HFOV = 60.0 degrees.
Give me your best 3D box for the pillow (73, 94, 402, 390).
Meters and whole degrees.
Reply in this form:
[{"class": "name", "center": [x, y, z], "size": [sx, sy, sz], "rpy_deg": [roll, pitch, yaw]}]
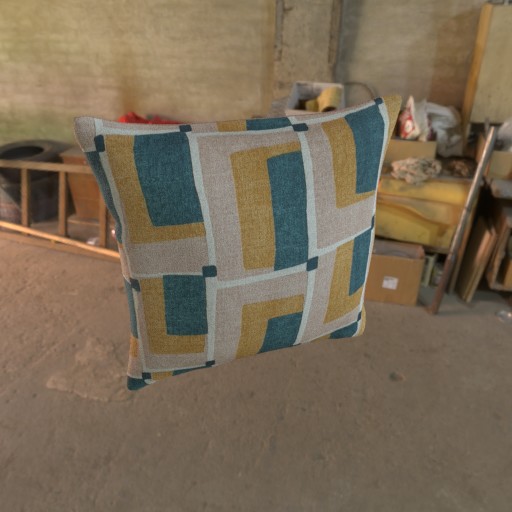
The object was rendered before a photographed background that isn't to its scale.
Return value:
[{"class": "pillow", "center": [0.000, 0.000, 0.728], "size": [0.478, 0.479, 0.158], "rpy_deg": [-10, 32, -16]}]
